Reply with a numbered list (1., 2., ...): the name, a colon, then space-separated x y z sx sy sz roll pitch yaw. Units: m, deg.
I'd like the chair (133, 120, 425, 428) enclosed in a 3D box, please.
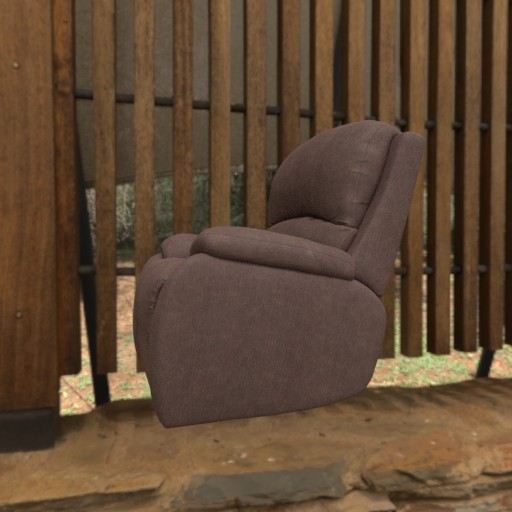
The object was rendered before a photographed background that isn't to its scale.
1. chair: 0.000 0.000 1.728 0.899 1.011 0.930 0 1 -19
